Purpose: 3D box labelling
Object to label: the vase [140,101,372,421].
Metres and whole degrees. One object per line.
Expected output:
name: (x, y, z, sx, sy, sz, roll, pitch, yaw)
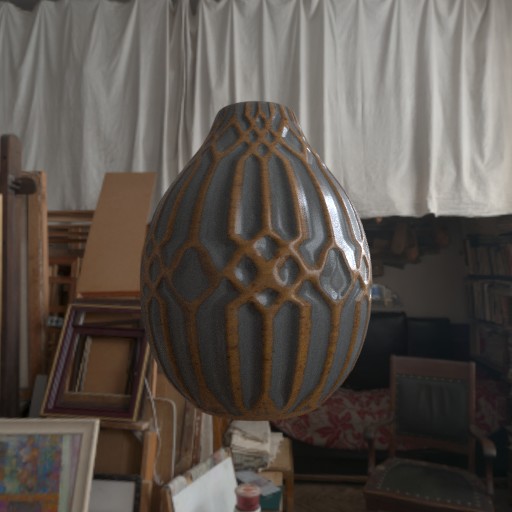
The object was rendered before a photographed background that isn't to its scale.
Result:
vase: (0.000, 0.000, 0.136, 0.069, 0.088, 0.069, 0, 0, 0)
